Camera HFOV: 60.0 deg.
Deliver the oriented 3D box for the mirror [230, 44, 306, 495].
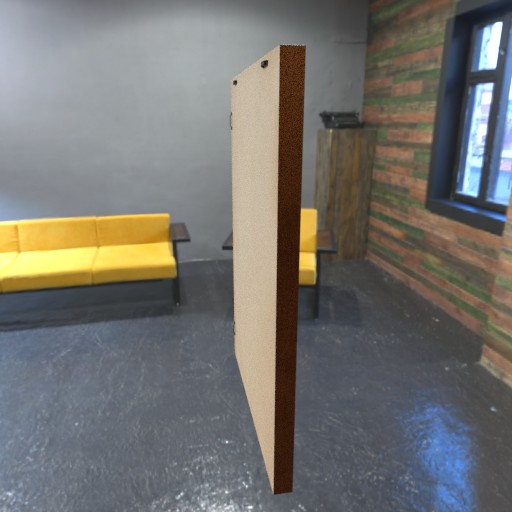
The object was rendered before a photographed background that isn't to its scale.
[{"bbox_3d":[0.000,0.000,0.904,0.039,0.711,0.508,-3,17,-10],"label":"mirror"}]
